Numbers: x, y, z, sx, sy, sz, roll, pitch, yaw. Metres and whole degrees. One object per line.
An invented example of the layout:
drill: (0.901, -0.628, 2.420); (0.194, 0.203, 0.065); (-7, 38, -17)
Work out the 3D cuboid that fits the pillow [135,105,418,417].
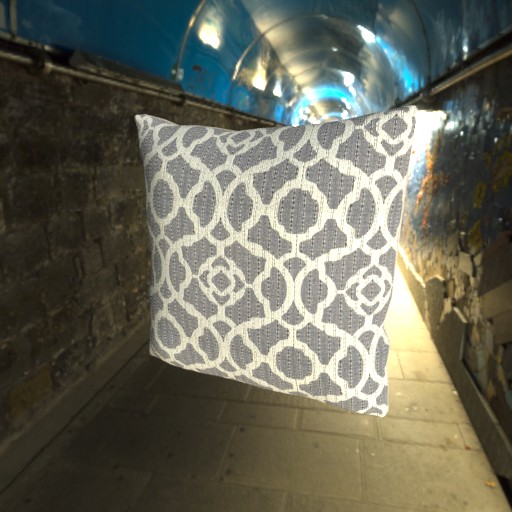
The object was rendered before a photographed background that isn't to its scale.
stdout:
pillow: (0.000, 0.000, 0.794); (0.508, 0.498, 0.215); (7, 16, 25)
